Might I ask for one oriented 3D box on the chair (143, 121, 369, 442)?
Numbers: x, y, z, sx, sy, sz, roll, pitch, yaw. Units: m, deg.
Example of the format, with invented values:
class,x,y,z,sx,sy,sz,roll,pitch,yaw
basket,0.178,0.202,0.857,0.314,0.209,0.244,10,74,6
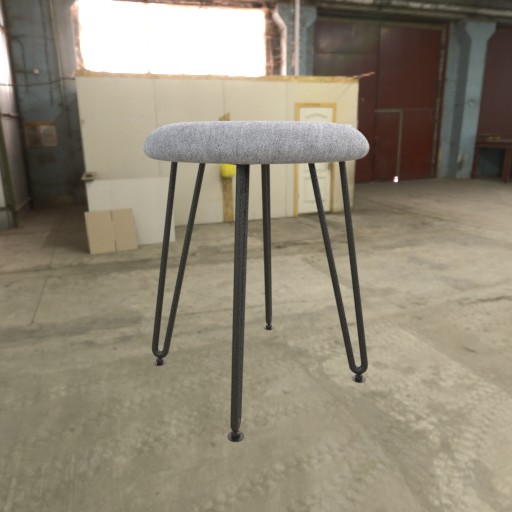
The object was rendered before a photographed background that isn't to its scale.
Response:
class,x,y,z,sx,sy,sz,roll,pitch,yaw
chair,0.000,0.000,0.665,0.350,0.386,0.350,2,16,9
